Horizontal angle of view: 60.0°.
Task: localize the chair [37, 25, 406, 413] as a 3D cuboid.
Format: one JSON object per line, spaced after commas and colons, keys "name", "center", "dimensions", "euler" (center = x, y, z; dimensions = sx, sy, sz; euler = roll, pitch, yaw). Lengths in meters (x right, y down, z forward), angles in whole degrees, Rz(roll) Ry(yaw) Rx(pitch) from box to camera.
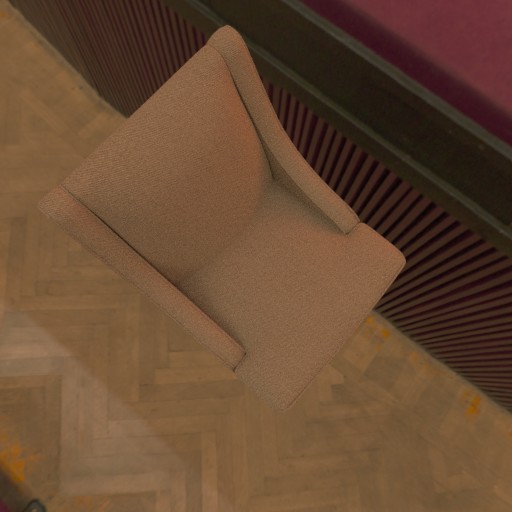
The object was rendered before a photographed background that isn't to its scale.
{"name": "chair", "center": [0.000, 0.000, 1.366], "dimensions": [0.748, 0.872, 0.628], "euler": [40, 79, 9]}
